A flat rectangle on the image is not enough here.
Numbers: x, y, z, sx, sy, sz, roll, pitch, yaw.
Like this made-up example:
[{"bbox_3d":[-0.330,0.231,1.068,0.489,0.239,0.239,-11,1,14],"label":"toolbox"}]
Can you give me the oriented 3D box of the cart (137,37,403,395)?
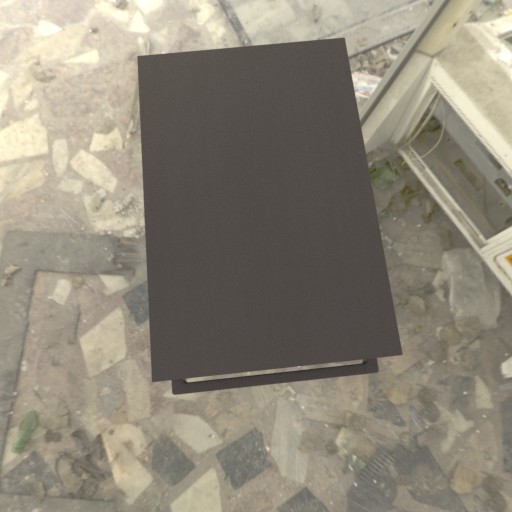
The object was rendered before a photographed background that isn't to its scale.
[{"bbox_3d":[0.000,0.000,1.270,0.449,0.878,0.690,-6,76,-1],"label":"cart"}]
